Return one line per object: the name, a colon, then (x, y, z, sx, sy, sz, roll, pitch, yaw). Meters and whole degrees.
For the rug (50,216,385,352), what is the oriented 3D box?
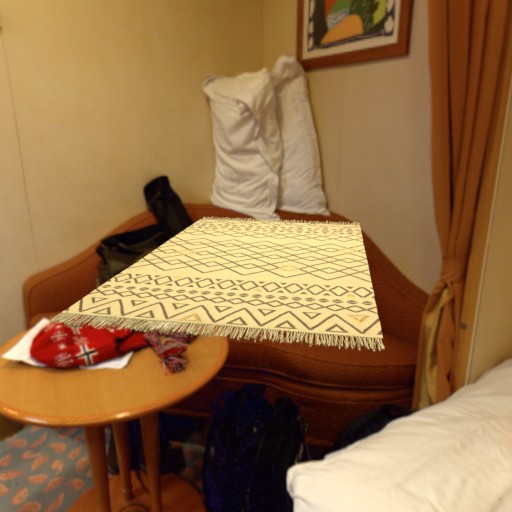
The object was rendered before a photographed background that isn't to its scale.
rug: (0.000, 0.000, 3.050, 1.495, 0.035, 2.472, 3, 17, 10)
